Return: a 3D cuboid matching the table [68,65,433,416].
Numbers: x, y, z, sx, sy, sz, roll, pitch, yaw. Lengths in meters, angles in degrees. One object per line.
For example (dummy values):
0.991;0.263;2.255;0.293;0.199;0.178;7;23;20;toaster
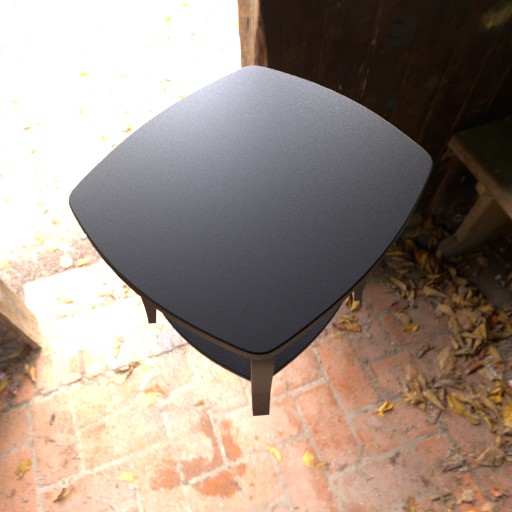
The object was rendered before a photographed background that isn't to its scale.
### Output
0.000;0.000;0.885;0.457;0.457;0.508;36;64;20;table
